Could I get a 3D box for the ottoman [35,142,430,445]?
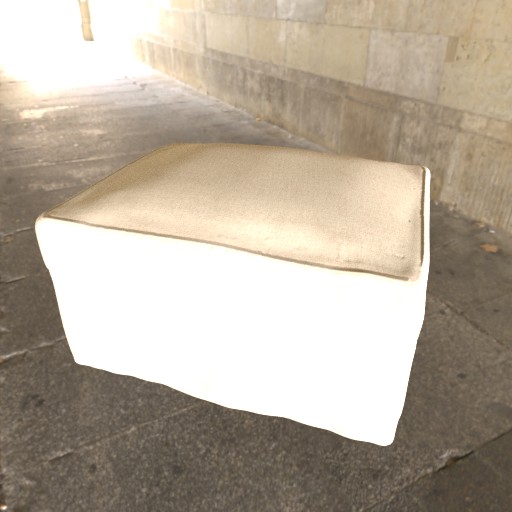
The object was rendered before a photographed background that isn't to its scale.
[{"bbox_3d":[0.000,0.000,1.202,0.833,0.485,0.650,10,32,16],"label":"ottoman"}]
